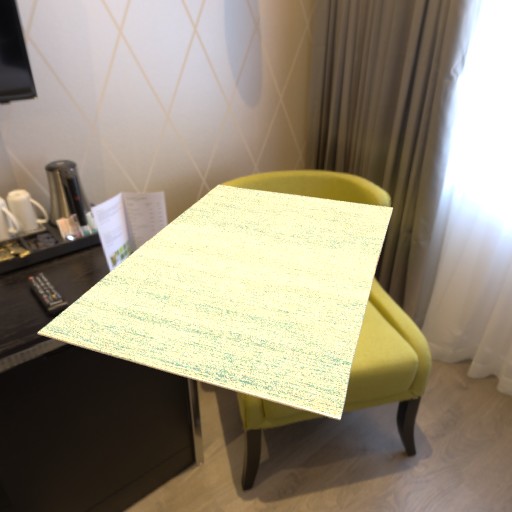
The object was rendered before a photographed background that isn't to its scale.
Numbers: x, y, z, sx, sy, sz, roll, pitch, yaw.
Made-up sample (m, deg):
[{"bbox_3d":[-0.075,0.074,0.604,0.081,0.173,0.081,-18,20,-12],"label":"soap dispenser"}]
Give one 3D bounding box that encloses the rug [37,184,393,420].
[{"bbox_3d":[0.000,0.000,3.001,1.593,0.029,2.305,10,32,18],"label":"rug"}]
